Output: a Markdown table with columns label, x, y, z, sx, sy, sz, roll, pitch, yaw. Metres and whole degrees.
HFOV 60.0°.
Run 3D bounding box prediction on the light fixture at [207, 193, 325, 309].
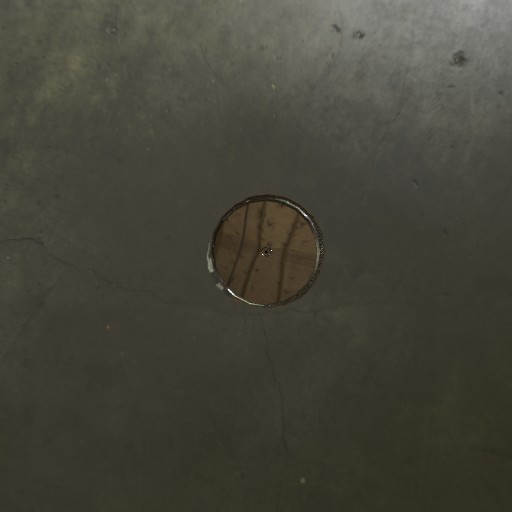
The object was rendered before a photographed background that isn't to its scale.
| label | x | y | z | sx | sy | sz | roll | pitch | yaw |
| --- | --- | --- | --- | --- | --- | --- | --- | --- | --- |
| light fixture | 0.000 | 0.000 | 1.722 | 0.500 | 1.511 | 0.496 | 0 | 89 | -2 |
